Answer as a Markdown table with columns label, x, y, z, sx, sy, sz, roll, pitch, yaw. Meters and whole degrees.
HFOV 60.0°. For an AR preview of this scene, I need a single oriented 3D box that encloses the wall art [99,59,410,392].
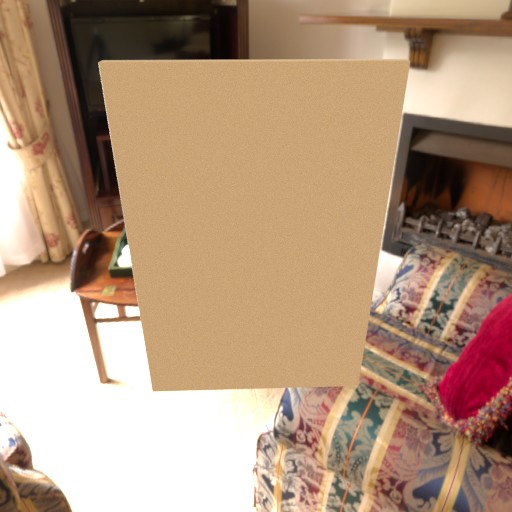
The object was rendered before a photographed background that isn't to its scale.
| label | x | y | z | sx | sy | sz | roll | pitch | yaw |
| --- | --- | --- | --- | --- | --- | --- | --- | --- | --- |
| wall art | 0.000 | 0.000 | 1.455 | 0.808 | 1.183 | 0.038 | -1 | 30 | -2 |
